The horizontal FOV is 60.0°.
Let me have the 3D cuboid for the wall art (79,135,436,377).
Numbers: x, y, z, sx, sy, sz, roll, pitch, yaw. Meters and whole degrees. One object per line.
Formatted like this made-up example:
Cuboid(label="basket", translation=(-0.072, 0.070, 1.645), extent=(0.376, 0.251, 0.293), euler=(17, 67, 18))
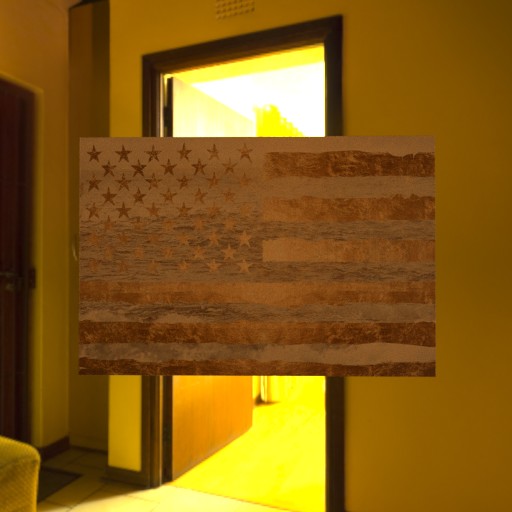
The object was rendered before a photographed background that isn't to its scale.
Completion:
Cuboid(label="wall art", translation=(0.000, 0.000, 0.772), extent=(0.606, 0.407, 0.041), euler=(0, -1, 1))
